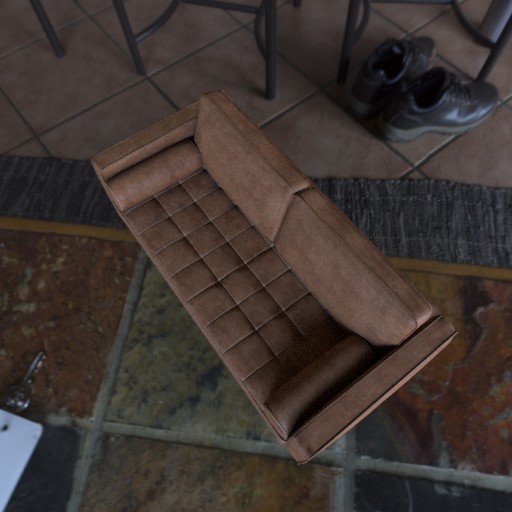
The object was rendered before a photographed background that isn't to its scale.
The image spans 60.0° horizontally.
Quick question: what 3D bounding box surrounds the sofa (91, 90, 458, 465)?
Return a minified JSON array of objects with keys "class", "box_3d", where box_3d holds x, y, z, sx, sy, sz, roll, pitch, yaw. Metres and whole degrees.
[{"class":"sofa","box_3d":[0.000,0.000,2.405,0.924,0.825,1.920,-33,68,-16]}]
